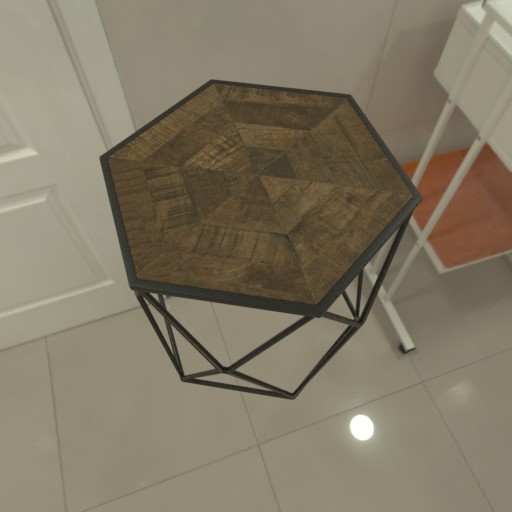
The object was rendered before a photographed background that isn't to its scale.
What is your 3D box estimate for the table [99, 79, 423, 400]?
[{"bbox_3d":[0.000,0.000,1.048,0.579,0.564,0.578,-17,60,-10],"label":"table"}]
